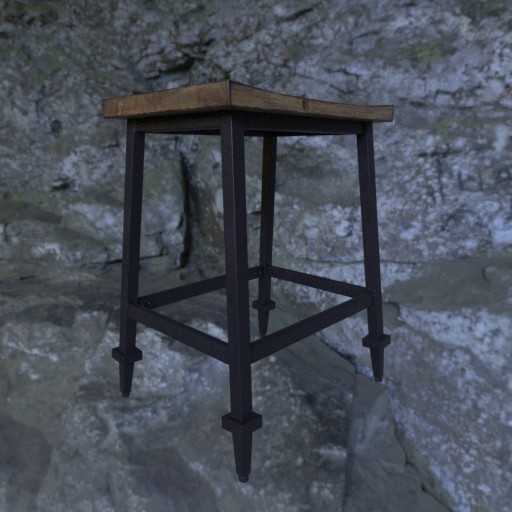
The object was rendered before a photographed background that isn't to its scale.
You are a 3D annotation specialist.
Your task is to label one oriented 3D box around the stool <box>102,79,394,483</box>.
[{"bbox_3d":[0.000,0.000,0.947,0.405,0.625,0.486,13,18,42],"label":"stool"}]
